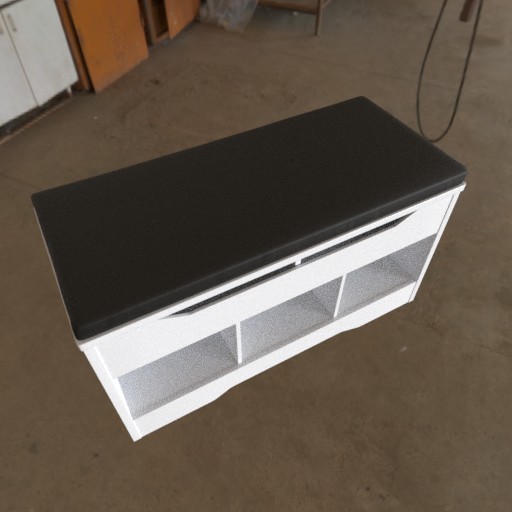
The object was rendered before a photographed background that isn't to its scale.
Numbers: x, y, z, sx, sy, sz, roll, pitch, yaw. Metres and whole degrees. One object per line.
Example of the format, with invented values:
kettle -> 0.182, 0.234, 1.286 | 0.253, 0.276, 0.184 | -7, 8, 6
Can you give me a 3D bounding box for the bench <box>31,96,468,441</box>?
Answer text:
bench -> 0.000, 0.000, 1.154 | 0.899, 0.500, 0.401 | -22, 51, -19
